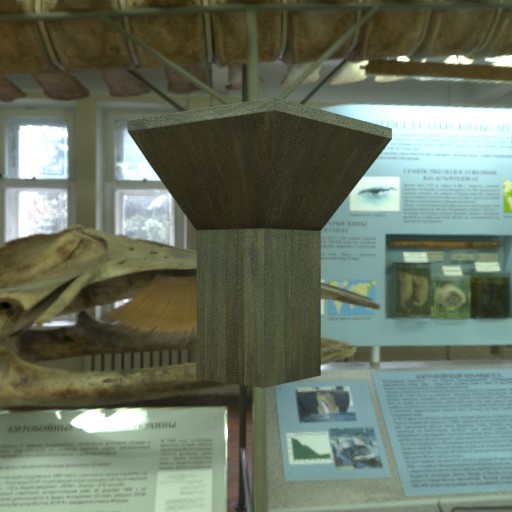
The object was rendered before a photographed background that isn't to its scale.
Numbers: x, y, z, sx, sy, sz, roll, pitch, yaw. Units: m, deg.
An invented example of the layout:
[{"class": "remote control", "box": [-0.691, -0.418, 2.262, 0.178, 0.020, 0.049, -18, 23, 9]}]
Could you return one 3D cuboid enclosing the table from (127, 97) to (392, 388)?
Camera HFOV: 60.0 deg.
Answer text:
[{"class": "table", "box": [0.000, 0.000, 1.156, 0.683, 0.586, 0.592, 0, 0, -36]}]
